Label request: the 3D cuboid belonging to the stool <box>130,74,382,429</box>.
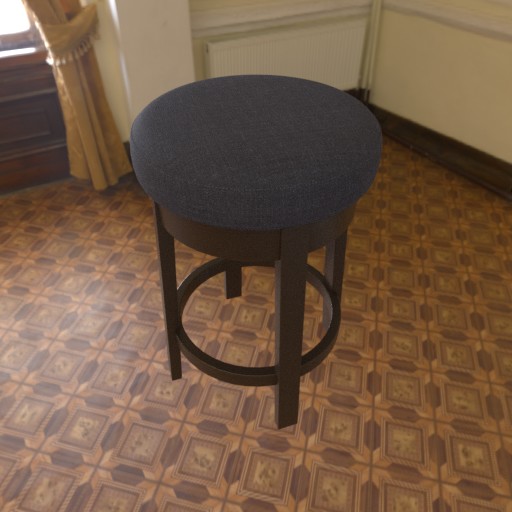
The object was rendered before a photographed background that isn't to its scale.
[{"bbox_3d":[0.000,0.000,0.949,0.449,0.655,0.449,0,40,0],"label":"stool"}]
